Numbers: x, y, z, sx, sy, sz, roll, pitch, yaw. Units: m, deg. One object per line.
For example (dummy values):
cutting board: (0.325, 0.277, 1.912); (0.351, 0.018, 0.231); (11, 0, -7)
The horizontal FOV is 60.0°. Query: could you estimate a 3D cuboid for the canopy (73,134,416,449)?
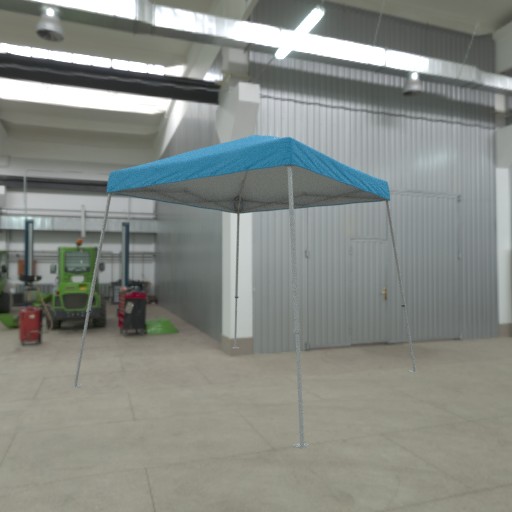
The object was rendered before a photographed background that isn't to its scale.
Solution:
canopy: (0.000, 0.000, 6.542); (3.599, 3.600, 3.600); (-1, -2, 35)
